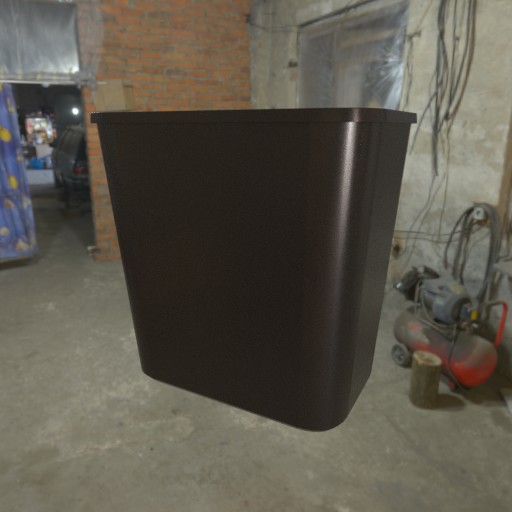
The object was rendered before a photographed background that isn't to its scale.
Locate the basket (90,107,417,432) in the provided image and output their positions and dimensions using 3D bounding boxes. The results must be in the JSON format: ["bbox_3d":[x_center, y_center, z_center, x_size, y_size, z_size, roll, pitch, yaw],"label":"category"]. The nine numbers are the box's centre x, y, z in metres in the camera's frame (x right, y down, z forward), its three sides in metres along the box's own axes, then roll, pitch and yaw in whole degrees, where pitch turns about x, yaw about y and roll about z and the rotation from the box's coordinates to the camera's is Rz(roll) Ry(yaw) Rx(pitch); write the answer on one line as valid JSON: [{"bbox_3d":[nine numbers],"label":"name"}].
[{"bbox_3d":[0.000,0.000,0.502,0.300,0.307,0.211,9,18,27],"label":"basket"}]
